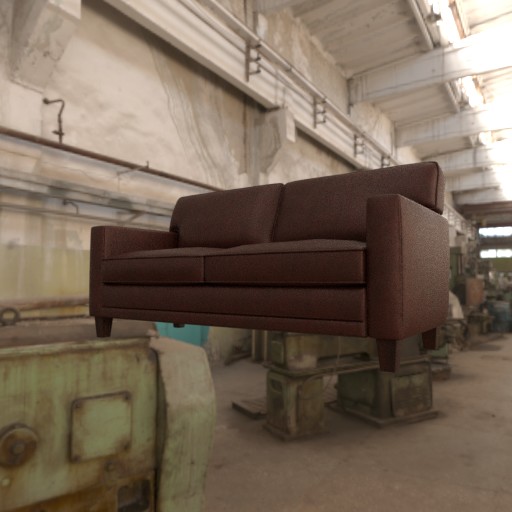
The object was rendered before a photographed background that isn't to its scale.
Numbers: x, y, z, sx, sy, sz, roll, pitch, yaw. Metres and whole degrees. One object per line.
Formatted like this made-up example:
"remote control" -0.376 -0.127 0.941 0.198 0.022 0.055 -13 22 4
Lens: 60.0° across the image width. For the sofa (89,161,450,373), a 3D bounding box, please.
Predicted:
"sofa" 0.000 0.000 2.427 1.876 0.928 0.912 -2 -4 35
